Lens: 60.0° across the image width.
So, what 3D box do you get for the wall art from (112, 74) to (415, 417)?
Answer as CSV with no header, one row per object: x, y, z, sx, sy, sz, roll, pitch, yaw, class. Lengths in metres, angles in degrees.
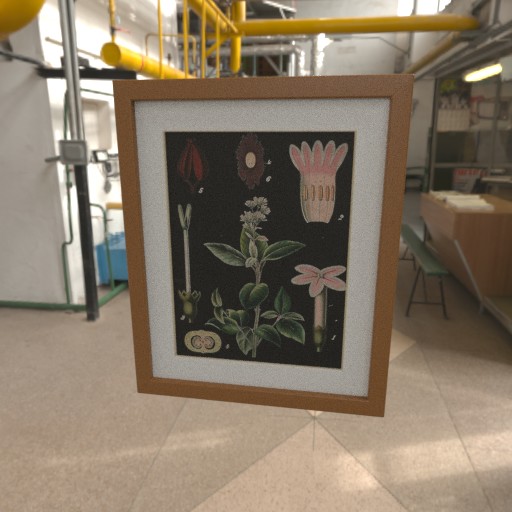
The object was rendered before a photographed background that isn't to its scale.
0.000,0.000,0.732,0.449,0.550,0.021,3,16,9,wall art
